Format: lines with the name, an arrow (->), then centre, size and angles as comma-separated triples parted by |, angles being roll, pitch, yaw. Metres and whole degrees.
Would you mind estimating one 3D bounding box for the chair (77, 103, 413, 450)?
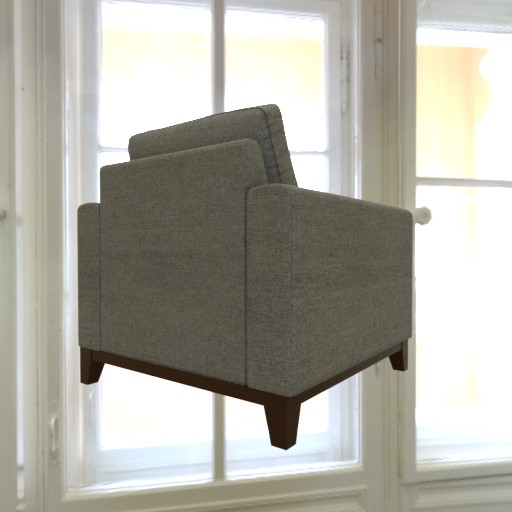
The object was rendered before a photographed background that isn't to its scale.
chair -> 0.000, 0.000, 1.880 | 1.024, 1.010, 1.038 | 1, 1, 37
